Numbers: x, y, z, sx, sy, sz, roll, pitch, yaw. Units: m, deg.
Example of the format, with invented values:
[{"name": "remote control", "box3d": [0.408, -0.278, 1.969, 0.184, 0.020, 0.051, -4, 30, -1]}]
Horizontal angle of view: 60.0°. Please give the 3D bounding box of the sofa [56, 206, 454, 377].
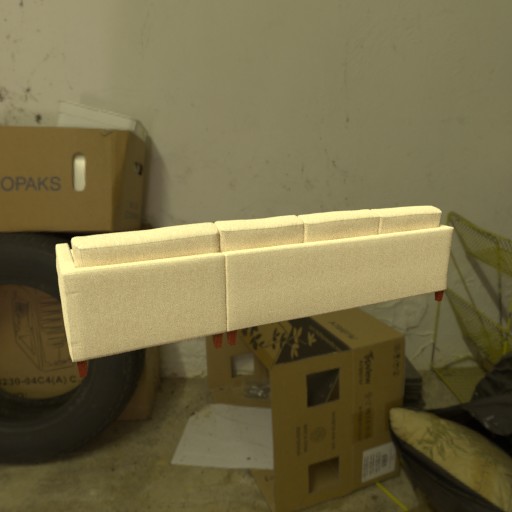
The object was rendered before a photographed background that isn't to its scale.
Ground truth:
[{"name": "sofa", "box3d": [0.000, 0.000, 4.236, 3.471, 0.954, 1.603, -7, 16, -25]}]
